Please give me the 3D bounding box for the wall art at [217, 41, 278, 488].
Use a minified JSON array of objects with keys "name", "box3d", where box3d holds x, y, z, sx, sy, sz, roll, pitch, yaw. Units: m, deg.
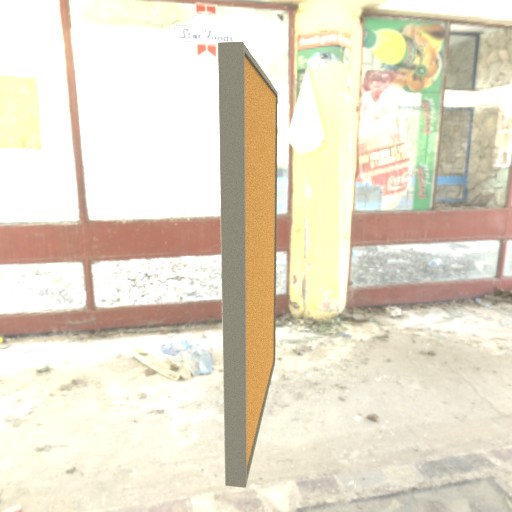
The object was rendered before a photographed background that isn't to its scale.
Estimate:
[{"name":"wall art","box3d":[0.000,0.000,0.976,0.039,0.753,0.511,2,13,8]}]
